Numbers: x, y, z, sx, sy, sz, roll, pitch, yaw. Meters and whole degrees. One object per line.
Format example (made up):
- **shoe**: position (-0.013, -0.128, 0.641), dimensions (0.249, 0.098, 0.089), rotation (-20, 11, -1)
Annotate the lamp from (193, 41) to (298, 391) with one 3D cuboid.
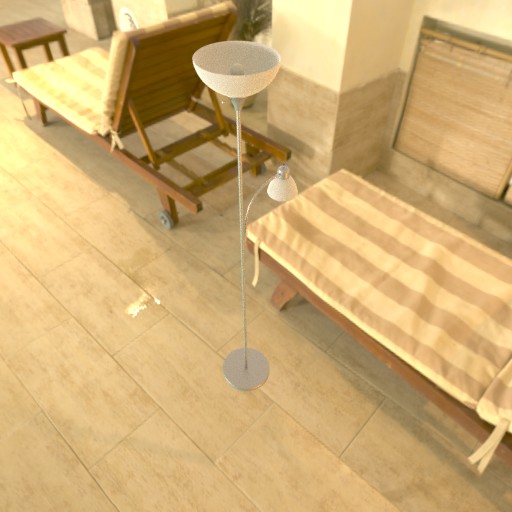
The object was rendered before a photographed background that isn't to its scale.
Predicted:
- **lamp**: position (0.000, 0.000, 2.014), dimensions (0.425, 1.804, 0.279), rotation (-32, 53, -28)
